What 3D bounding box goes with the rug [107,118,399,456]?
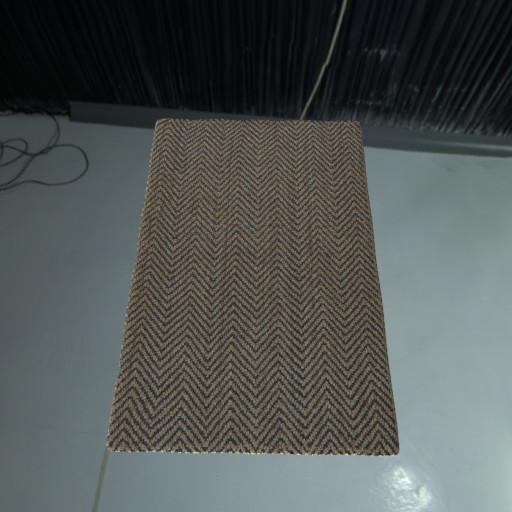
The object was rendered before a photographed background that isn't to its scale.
[{"bbox_3d":[0.000,0.000,2.239,1.219,0.008,1.828,1,63,0],"label":"rug"}]
